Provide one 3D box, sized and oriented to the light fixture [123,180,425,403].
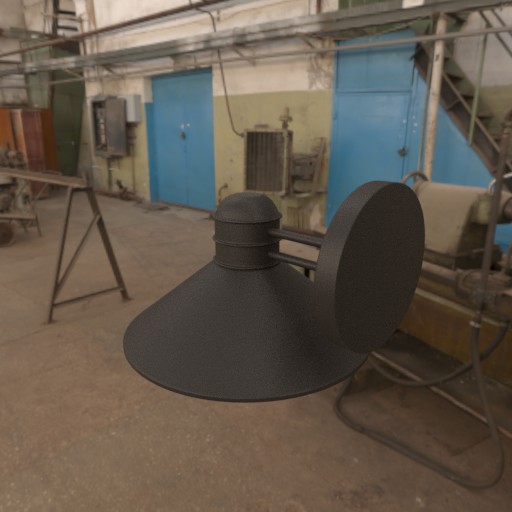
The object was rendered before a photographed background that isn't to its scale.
[{"bbox_3d":[0.000,0.000,0.682,0.434,0.265,0.396,16,23,42],"label":"light fixture"}]
